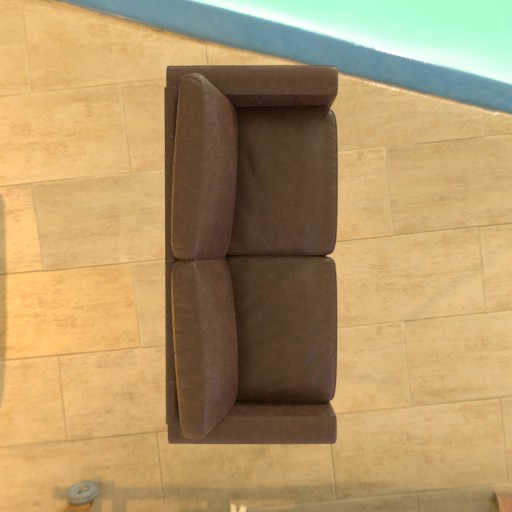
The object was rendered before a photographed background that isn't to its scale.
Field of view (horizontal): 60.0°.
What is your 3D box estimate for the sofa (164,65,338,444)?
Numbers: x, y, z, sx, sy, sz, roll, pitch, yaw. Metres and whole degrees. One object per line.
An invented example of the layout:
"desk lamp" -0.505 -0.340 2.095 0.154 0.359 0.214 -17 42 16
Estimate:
"sofa" 0.000 0.000 2.659 1.016 0.873 2.179 0 91 0
